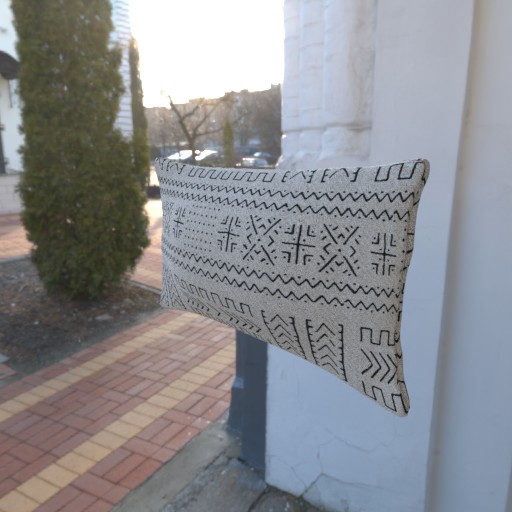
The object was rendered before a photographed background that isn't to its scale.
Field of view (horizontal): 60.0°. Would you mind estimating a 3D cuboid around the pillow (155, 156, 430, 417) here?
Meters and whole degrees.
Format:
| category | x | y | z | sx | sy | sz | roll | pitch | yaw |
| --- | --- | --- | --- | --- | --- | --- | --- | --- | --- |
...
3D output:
| category | x | y | z | sx | sy | sz | roll | pitch | yaw |
| --- | --- | --- | --- | --- | --- | --- | --- | --- | --- |
| pillow | 0.000 | 0.000 | 0.806 | 0.188 | 0.352 | 0.637 | -12 | 18 | -42 |
